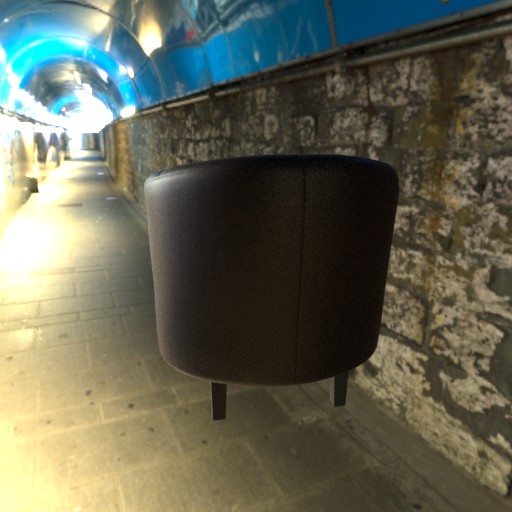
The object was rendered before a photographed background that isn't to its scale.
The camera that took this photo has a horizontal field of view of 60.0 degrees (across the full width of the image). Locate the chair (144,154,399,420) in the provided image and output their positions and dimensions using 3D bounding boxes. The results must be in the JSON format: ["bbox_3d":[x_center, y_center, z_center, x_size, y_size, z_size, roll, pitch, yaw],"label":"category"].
[{"bbox_3d":[0.000,0.000,1.614,0.737,0.755,1.176,-3,15,-10],"label":"chair"}]
